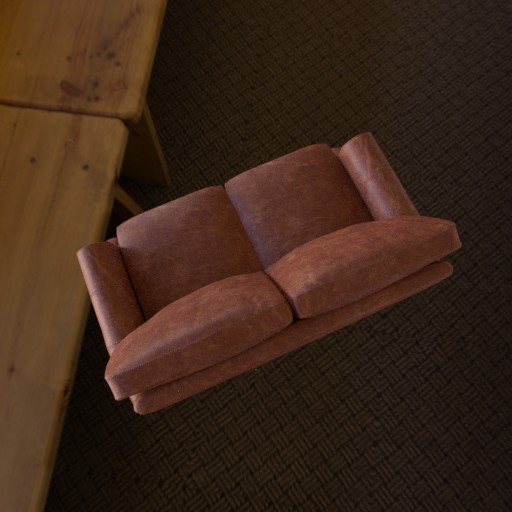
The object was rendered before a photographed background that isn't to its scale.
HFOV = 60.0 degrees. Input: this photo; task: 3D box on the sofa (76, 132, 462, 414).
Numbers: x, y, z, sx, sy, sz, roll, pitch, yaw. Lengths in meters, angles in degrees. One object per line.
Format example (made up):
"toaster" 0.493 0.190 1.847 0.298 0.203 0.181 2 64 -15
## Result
"sofa" 0.000 0.000 2.232 1.616 0.967 0.990 -23 77 -6
